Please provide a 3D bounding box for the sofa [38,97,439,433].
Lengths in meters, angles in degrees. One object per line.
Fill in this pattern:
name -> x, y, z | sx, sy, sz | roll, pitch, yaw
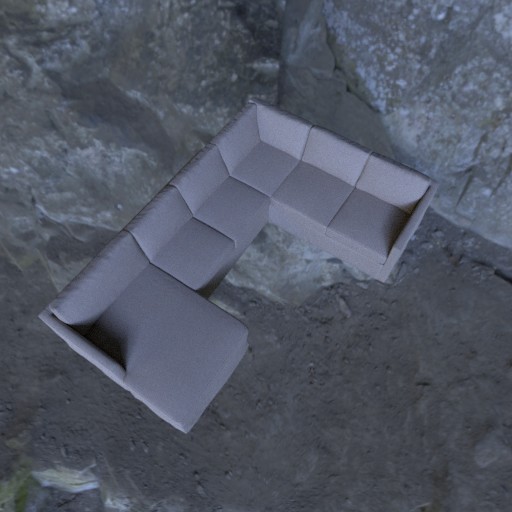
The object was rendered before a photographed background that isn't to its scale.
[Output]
sofa -> 0.000, 0.000, 4.585 | 2.476, 0.878, 3.528 | 30, 64, 16
